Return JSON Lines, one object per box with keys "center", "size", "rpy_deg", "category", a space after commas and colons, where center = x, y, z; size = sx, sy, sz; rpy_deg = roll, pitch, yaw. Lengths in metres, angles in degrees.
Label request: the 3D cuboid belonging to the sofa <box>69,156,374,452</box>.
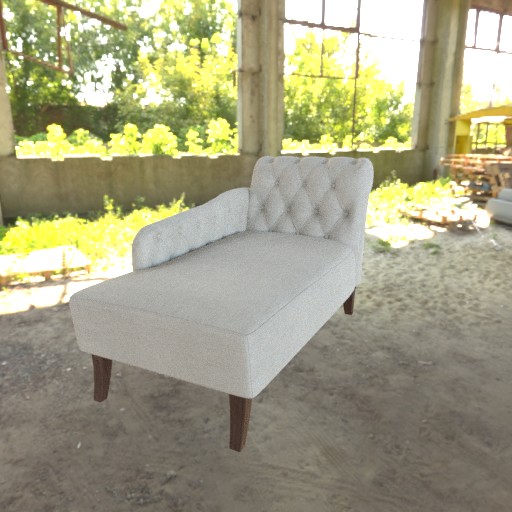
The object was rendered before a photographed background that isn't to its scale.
{"center": [0.000, 0.000, 1.862], "size": [0.675, 0.787, 1.379], "rpy_deg": [7, 16, 27], "category": "sofa"}
